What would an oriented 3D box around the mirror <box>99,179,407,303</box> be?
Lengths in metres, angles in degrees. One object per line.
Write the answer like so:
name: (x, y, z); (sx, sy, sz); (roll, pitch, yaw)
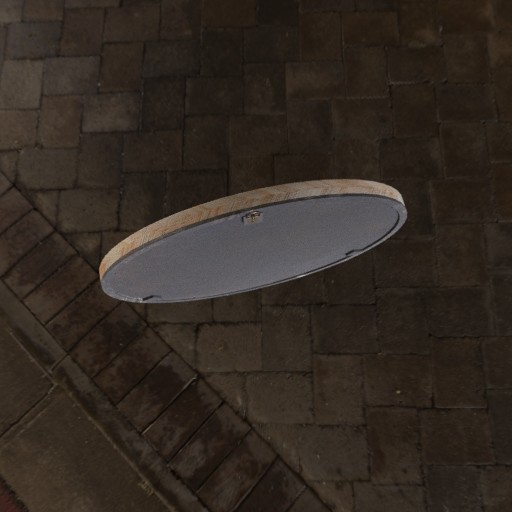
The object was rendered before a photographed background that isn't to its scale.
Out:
mirror: (0.000, 0.000, 1.064); (0.710, 0.710, 0.038); (-13, 76, -3)
